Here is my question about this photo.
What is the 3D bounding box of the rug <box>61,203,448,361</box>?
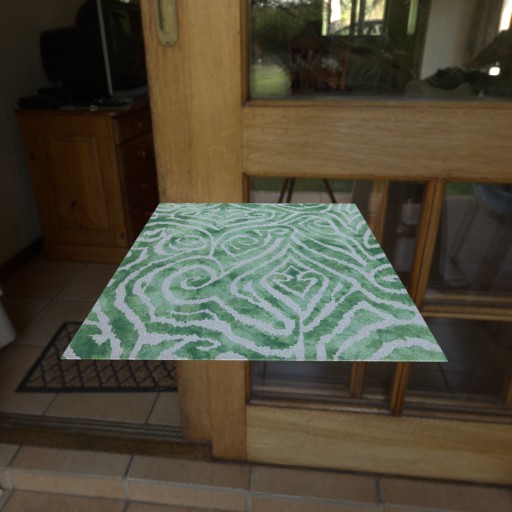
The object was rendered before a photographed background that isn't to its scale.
[{"bbox_3d":[0.000,0.000,4.162,2.436,0.007,3.045,0,25,1],"label":"rug"}]
